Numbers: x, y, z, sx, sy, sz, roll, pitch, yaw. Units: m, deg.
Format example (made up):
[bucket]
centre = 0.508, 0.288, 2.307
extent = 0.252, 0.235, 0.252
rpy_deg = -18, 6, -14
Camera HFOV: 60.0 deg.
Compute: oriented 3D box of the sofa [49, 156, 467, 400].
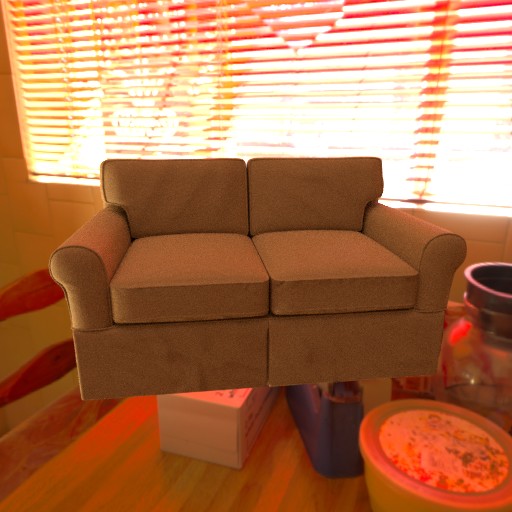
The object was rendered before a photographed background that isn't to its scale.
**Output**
[sofa]
centre = 0.000, 0.000, 2.271
extent = 1.727, 0.940, 0.991
rpy_deg = -2, 17, -7
